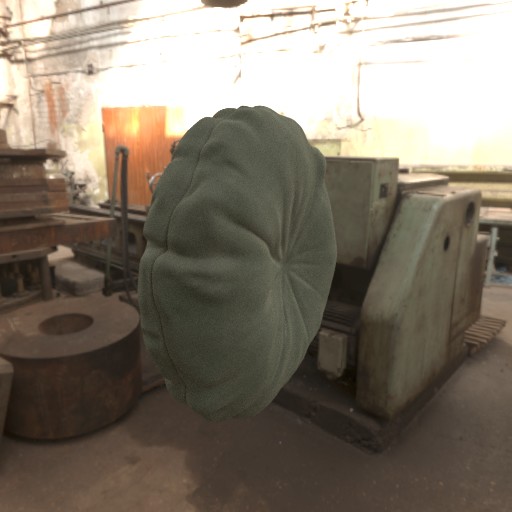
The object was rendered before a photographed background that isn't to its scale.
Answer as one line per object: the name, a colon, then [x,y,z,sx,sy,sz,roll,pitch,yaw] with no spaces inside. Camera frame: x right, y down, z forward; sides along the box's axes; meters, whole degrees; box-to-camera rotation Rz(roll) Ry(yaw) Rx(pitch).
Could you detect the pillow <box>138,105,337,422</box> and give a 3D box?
pillow: [0.000,0.000,0.630,0.148,0.407,0.428,7,14,27]
